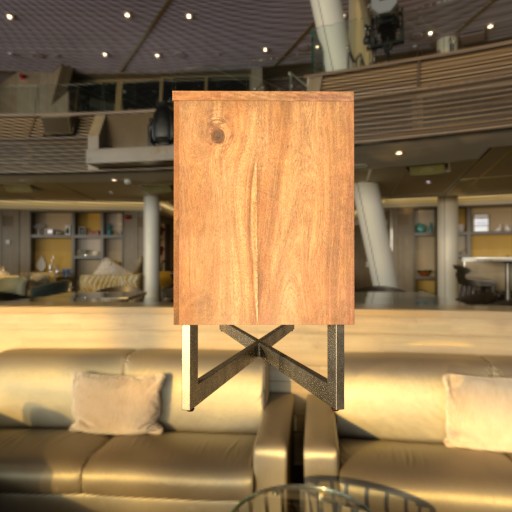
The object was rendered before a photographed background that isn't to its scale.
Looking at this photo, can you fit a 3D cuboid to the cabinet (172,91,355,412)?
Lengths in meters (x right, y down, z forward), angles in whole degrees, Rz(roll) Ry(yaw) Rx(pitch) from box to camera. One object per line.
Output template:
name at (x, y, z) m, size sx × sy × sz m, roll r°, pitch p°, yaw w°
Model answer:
cabinet at (0.000, 0.000, 1.792) m, size 0.480 × 0.812 × 1.373 m, roll 0°, pitch -1°, yaw -1°
